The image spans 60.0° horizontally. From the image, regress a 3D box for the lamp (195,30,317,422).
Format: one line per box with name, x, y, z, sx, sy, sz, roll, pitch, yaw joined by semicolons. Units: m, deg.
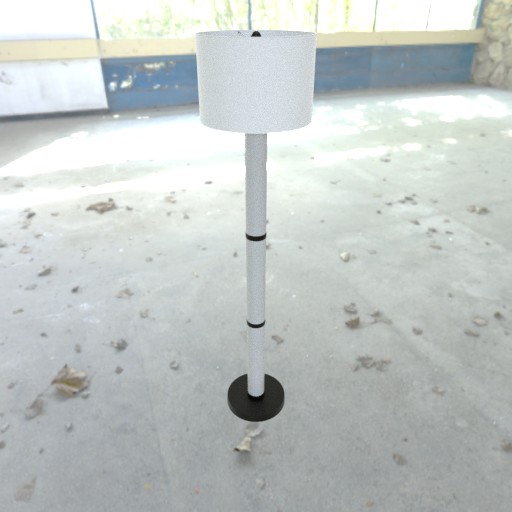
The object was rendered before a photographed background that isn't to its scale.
lamp;0.000;0.000;1.763;0.377;1.599;0.377;-10;31;-17
